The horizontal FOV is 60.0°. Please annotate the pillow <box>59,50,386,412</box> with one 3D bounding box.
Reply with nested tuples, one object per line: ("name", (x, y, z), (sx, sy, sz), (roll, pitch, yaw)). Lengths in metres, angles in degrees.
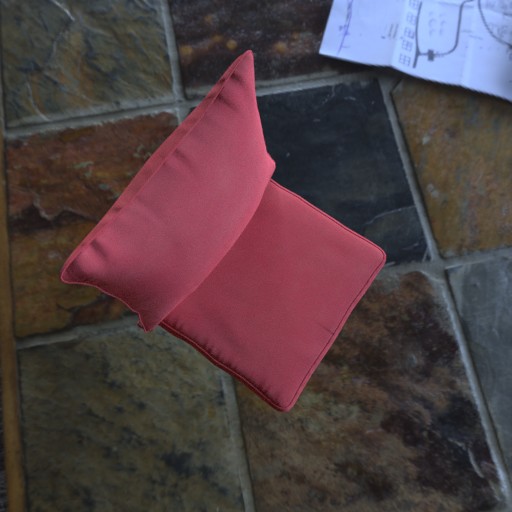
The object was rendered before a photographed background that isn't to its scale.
("pillow", (0.000, 0.000, 1.390), (0.733, 0.725, 0.798), (34, 77, 9))
